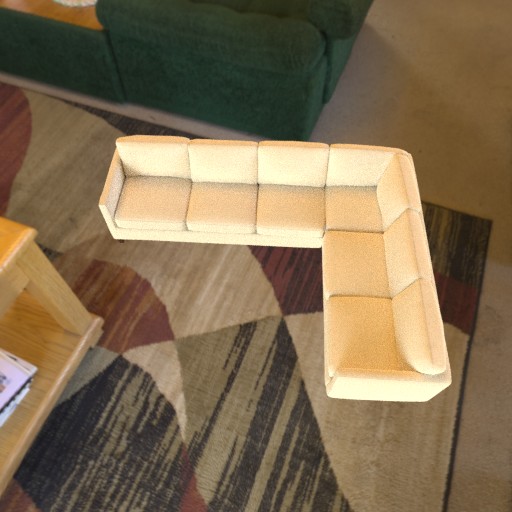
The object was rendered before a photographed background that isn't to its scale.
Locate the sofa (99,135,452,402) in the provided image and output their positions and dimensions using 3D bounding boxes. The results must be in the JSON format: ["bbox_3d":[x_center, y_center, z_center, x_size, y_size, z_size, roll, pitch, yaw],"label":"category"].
[{"bbox_3d":[0.000,0.000,4.450,3.302,0.947,2.593,3,58,2],"label":"sofa"}]
